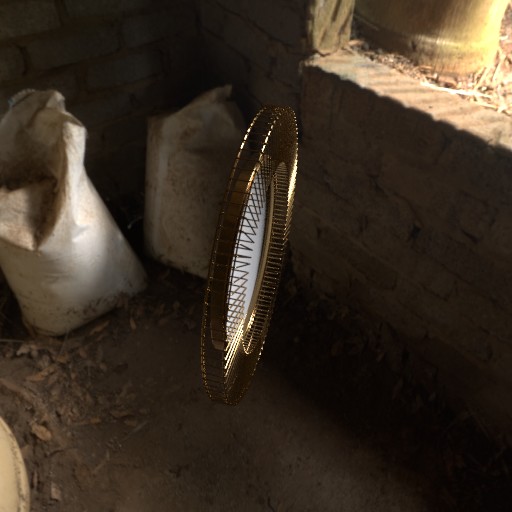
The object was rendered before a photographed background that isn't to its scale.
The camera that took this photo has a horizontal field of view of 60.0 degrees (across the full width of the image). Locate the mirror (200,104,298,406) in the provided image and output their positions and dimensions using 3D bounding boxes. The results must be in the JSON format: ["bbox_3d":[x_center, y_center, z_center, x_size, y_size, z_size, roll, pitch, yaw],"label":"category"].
[{"bbox_3d":[0.000,0.000,1.084,0.067,0.703,0.703,11,47,10],"label":"mirror"}]
